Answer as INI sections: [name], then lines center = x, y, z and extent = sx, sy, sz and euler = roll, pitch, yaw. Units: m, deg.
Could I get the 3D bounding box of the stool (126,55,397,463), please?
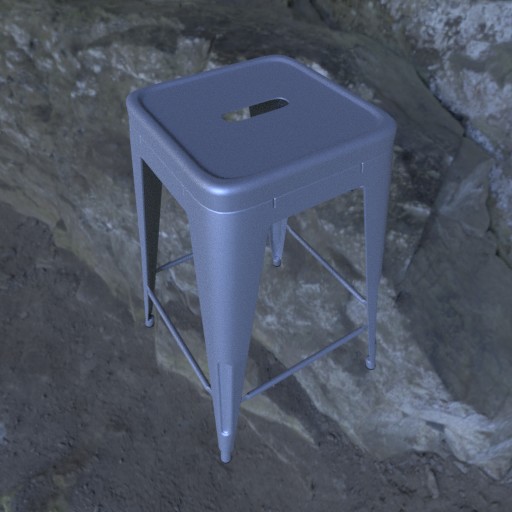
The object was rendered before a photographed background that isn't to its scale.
[stool]
center = 0.000, 0.000, 0.850
extent = 0.406, 0.610, 0.406
euler = -24, 50, -22
